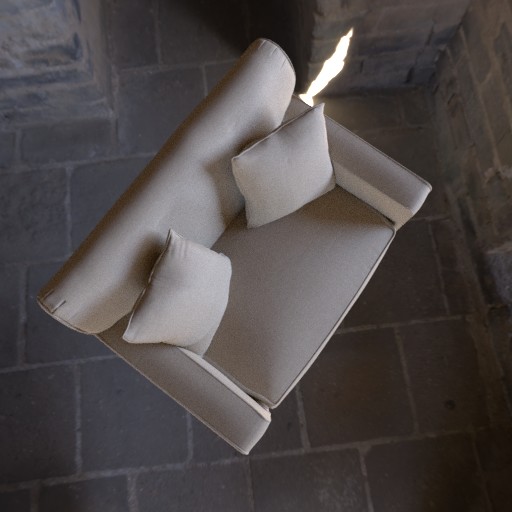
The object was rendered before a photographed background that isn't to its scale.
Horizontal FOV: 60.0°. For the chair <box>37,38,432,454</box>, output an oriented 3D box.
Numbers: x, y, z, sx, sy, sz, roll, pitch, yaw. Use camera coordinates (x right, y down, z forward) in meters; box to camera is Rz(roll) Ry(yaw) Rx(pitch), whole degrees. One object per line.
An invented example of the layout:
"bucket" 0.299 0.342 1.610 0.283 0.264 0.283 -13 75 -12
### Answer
"chair" 0.000 0.000 2.037 1.000 0.948 1.383 36 80 7
